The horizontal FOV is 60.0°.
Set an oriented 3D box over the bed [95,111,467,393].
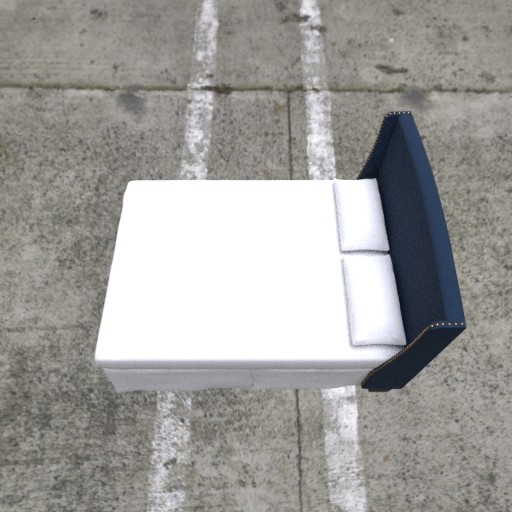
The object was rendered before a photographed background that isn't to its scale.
[{"bbox_3d":[0.000,0.000,3.188,2.223,1.402,1.604,0,59,0],"label":"bed"}]
